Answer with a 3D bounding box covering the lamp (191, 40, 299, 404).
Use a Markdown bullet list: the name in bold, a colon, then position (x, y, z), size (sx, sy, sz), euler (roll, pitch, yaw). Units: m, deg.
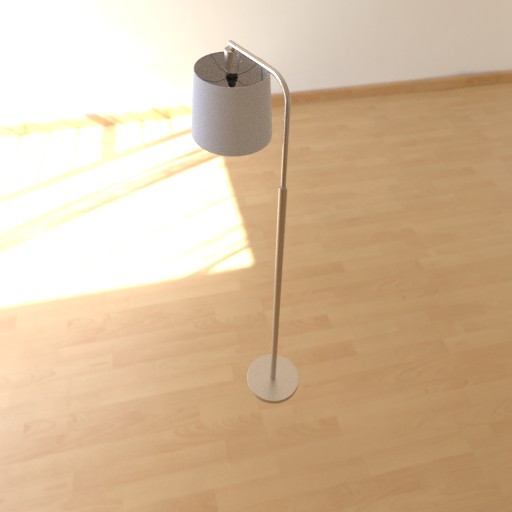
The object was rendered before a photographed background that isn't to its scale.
- **lamp**: position (0.000, 0.000, 1.658), size (0.254, 1.478, 0.508), euler (-29, 52, -25)
